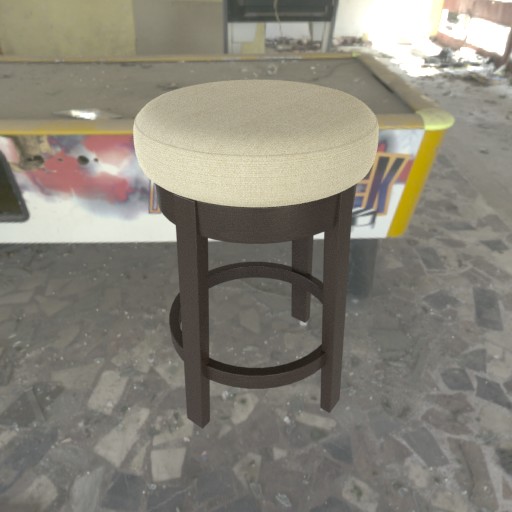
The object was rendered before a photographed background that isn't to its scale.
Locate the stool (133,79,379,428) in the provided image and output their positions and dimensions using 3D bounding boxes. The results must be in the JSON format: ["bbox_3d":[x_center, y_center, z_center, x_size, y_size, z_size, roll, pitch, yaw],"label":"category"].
[{"bbox_3d":[0.000,0.000,0.946,0.449,0.655,0.449,0,33,0],"label":"stool"}]
